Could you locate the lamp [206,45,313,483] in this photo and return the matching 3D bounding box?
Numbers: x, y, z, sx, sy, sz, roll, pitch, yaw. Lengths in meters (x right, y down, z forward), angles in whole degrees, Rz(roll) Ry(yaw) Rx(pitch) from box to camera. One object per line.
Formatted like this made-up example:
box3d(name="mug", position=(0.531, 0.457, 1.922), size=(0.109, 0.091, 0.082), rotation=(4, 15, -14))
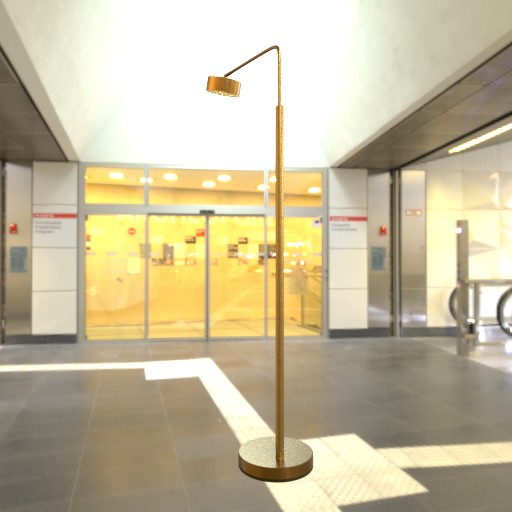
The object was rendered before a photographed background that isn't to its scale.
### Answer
box3d(name="lamp", position=(0.000, 0.000, 1.394), size=(0.219, 1.230, 0.418), rotation=(1, -1, -36))
